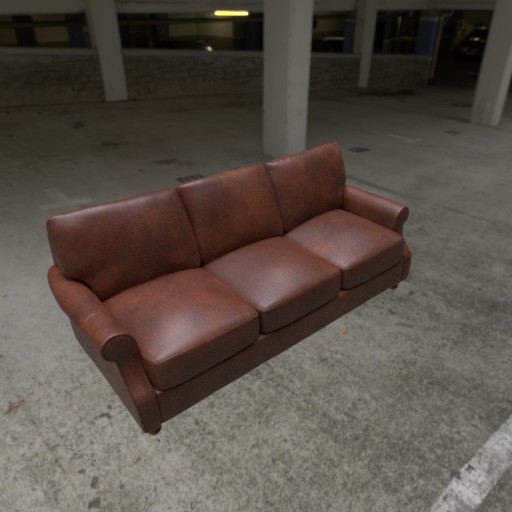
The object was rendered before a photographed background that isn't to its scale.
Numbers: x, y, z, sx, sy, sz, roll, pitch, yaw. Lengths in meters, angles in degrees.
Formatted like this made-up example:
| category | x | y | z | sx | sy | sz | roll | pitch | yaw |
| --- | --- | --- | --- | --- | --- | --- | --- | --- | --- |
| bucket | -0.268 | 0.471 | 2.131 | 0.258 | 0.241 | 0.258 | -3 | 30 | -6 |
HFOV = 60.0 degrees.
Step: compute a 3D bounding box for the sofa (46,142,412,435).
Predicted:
| category | x | y | z | sx | sy | sz | roll | pitch | yaw |
| --- | --- | --- | --- | --- | --- | --- | --- | --- | --- |
| sofa | 0.000 | 0.000 | 2.836 | 2.351 | 0.977 | 0.973 | -23 | 37 | -34 |
